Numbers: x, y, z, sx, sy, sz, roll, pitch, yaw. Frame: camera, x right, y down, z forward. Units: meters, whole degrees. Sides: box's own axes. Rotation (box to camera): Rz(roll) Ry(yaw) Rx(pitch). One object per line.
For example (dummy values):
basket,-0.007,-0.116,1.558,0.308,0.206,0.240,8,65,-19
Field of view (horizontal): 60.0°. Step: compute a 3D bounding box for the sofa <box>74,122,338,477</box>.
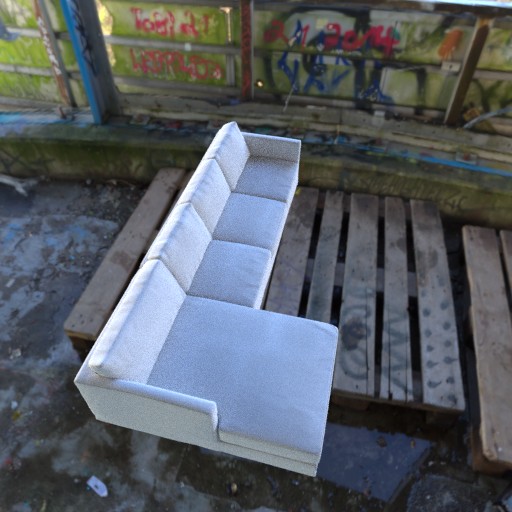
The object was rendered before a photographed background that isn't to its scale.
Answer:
sofa,0.000,0.000,3.915,1.625,0.861,3.186,10,47,10
